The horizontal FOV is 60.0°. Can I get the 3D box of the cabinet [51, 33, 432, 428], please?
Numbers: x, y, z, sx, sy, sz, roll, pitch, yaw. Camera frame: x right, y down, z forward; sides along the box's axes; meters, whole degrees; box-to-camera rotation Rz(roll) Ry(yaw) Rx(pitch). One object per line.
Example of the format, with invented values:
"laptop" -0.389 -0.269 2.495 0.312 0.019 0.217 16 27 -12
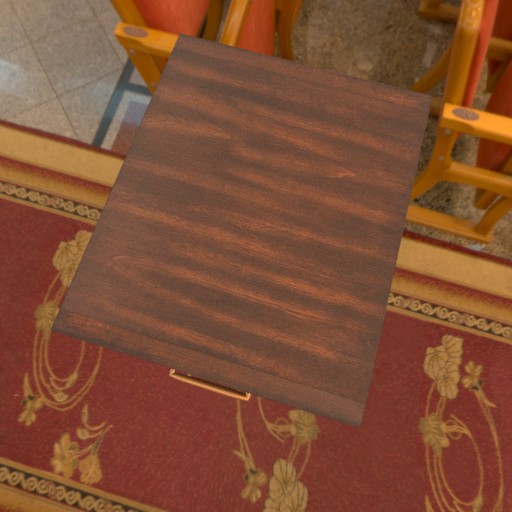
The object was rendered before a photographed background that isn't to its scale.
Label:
"cabinet" 0.000 0.000 0.828 0.402 0.455 0.500 16 74 5
